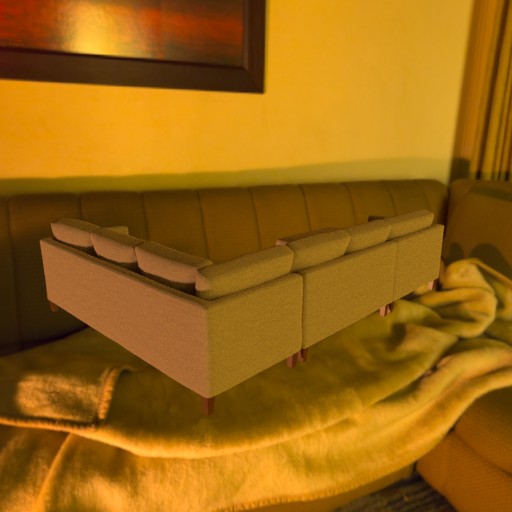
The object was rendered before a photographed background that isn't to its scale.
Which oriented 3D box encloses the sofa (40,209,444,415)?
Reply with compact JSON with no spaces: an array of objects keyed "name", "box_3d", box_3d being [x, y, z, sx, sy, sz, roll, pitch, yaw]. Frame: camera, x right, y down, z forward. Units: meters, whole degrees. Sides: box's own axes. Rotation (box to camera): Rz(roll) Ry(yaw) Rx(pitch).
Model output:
[{"name":"sofa","box_3d":[0.000,0.000,4.692,2.594,0.961,3.460,15,21,43]}]
